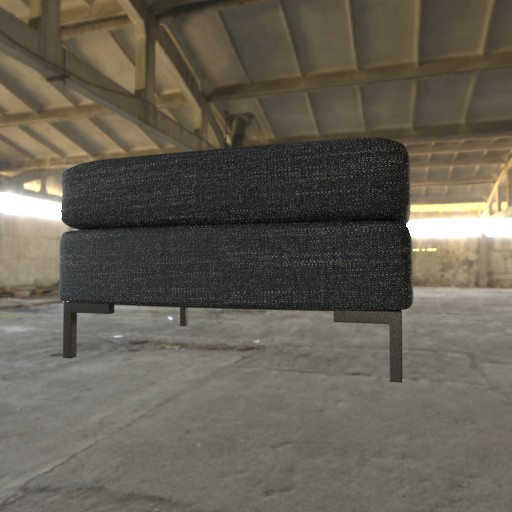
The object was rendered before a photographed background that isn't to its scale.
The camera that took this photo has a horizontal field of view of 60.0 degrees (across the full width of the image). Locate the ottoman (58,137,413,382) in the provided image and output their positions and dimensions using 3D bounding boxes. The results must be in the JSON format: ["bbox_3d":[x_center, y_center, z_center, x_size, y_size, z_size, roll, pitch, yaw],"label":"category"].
[{"bbox_3d":[0.000,0.000,1.237,0.814,0.491,0.667,0,-2,17],"label":"ottoman"}]
